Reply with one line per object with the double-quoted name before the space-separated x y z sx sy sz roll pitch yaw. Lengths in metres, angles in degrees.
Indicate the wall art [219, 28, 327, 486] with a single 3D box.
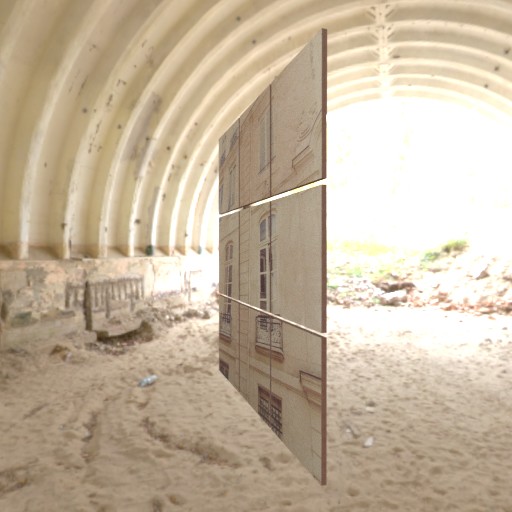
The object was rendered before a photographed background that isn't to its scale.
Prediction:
"wall art" 0.000 0.000 1.764 0.024 1.218 1.221 0 1 -18
